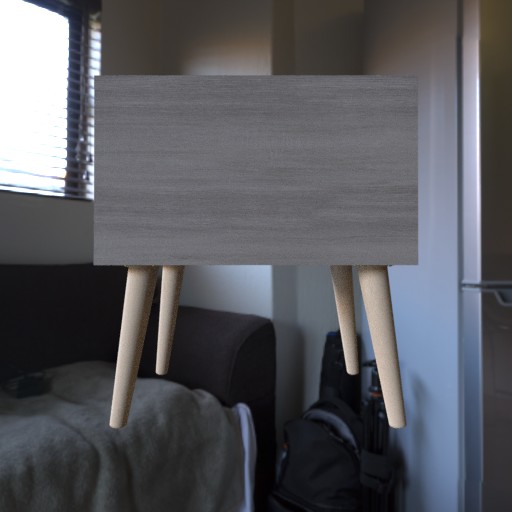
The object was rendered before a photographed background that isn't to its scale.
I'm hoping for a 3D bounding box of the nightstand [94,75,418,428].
[{"bbox_3d":[0.000,0.000,0.804,0.450,0.500,0.380,0,0,0],"label":"nightstand"}]
